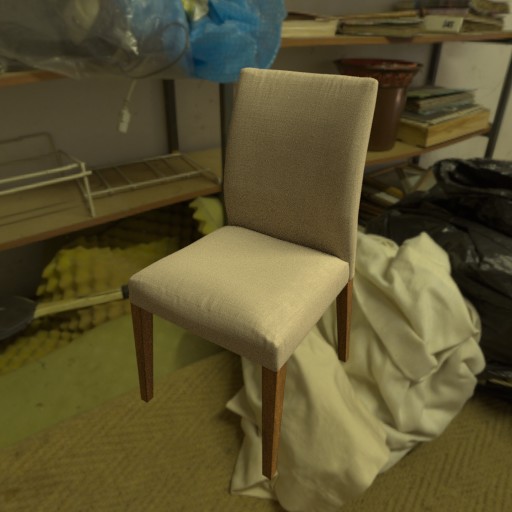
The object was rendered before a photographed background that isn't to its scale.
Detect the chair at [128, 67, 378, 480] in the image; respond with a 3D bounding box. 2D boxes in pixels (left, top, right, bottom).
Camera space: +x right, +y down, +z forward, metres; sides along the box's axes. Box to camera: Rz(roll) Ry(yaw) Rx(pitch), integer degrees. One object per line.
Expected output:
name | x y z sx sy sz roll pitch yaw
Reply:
chair | 0.000 0.000 1.283 0.496 0.940 0.585 19 34 29
